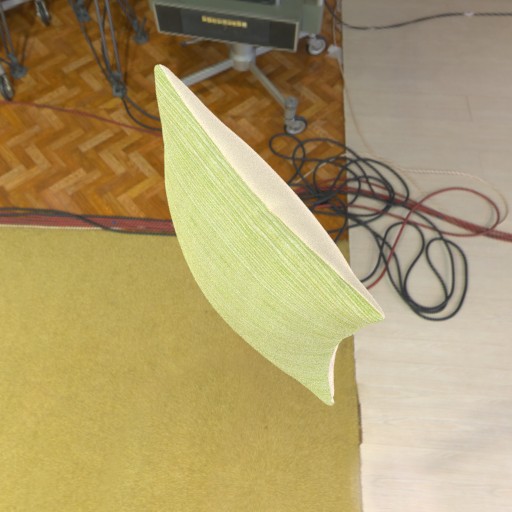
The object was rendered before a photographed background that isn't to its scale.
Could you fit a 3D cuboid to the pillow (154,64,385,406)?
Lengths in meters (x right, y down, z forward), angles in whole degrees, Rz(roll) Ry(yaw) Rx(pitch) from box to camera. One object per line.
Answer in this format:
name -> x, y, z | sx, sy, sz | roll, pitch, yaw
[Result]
pillow -> 0.000, 0.000, 0.824 | 0.229, 0.487, 0.560 | -32, 67, -15
